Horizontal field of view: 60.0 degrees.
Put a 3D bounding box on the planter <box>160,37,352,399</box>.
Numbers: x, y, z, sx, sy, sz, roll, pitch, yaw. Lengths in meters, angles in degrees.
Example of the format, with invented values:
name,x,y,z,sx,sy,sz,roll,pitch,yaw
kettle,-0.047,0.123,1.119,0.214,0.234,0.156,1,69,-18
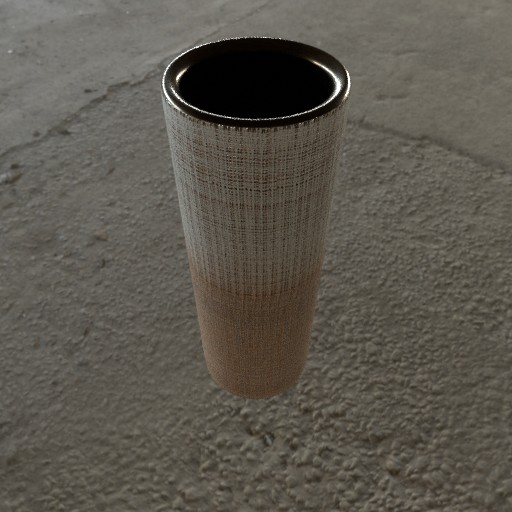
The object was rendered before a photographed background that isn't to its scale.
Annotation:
name,x,y,z,sx,sy,sz,roll,pitch,yaw
planter,0.000,0.000,0.331,0.099,0.278,0.099,25,52,21
